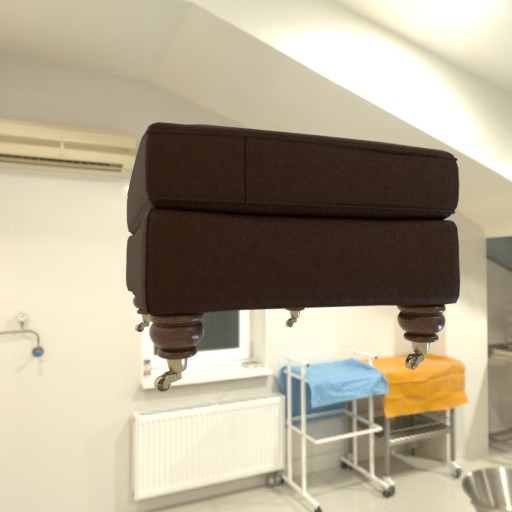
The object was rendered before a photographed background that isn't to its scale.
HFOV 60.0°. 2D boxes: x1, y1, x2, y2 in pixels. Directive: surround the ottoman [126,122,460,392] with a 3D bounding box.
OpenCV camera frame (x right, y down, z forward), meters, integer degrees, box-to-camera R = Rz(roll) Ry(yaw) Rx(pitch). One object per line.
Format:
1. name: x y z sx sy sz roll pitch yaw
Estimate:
1. ottoman: 0.000 0.000 1.775 0.967 0.730 1.187 0 -1 -18
